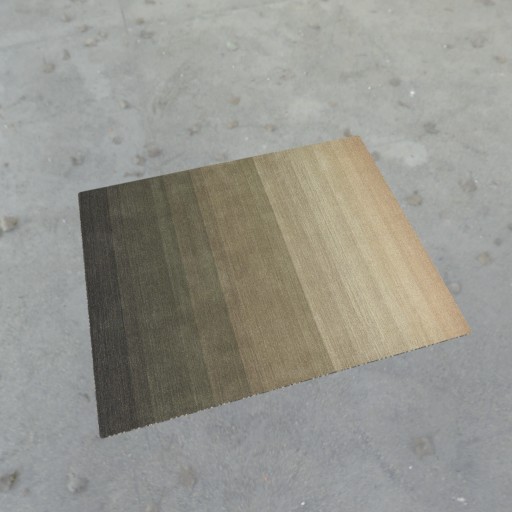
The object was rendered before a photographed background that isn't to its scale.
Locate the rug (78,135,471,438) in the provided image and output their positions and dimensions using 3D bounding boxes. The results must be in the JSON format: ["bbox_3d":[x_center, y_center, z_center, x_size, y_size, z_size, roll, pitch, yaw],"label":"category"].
[{"bbox_3d":[0.000,0.000,3.866,2.902,0.017,2.305,-13,59,-8],"label":"rug"}]
